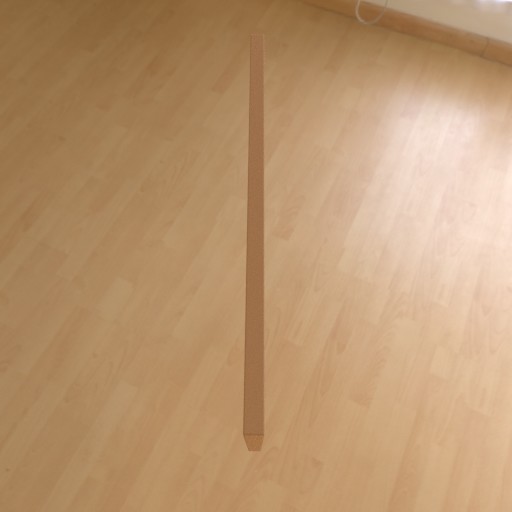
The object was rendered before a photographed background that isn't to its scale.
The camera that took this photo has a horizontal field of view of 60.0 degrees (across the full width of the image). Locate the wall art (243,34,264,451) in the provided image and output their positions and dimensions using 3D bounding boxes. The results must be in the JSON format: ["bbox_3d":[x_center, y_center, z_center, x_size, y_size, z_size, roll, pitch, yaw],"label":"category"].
[{"bbox_3d":[0.000,0.000,1.162,0.033,0.608,0.915,0,64,0],"label":"wall art"}]
